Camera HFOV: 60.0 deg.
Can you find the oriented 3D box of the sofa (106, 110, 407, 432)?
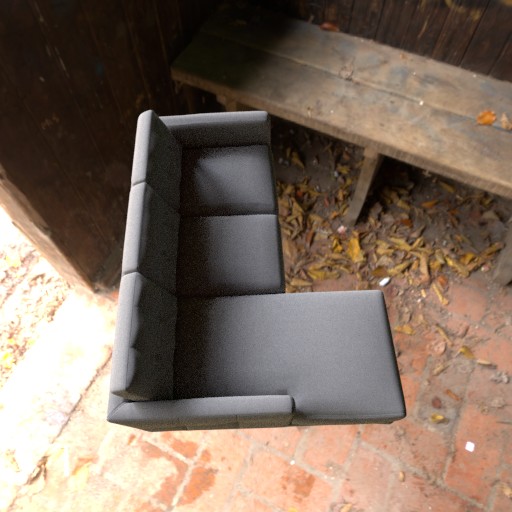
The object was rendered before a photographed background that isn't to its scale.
[{"bbox_3d":[0.000,0.000,2.803,1.530,0.860,2.040,-2,62,-1],"label":"sofa"}]
